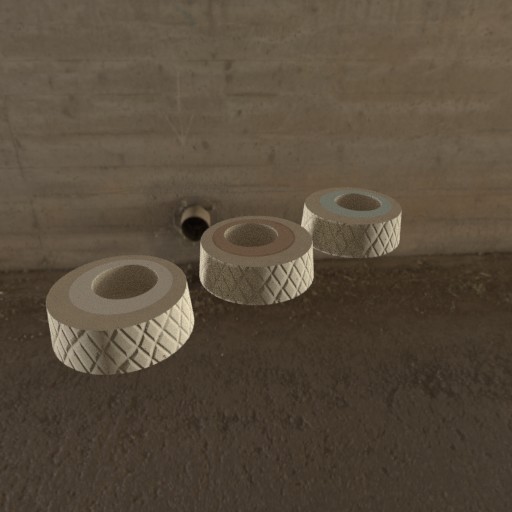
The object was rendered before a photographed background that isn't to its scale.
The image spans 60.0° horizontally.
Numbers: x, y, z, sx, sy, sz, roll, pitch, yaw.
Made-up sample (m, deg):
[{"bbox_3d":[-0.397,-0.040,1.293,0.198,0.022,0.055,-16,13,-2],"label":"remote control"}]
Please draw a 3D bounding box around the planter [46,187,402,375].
[{"bbox_3d":[0.000,0.000,0.435,0.390,0.038,0.114,-21,36,-33],"label":"planter"}]
